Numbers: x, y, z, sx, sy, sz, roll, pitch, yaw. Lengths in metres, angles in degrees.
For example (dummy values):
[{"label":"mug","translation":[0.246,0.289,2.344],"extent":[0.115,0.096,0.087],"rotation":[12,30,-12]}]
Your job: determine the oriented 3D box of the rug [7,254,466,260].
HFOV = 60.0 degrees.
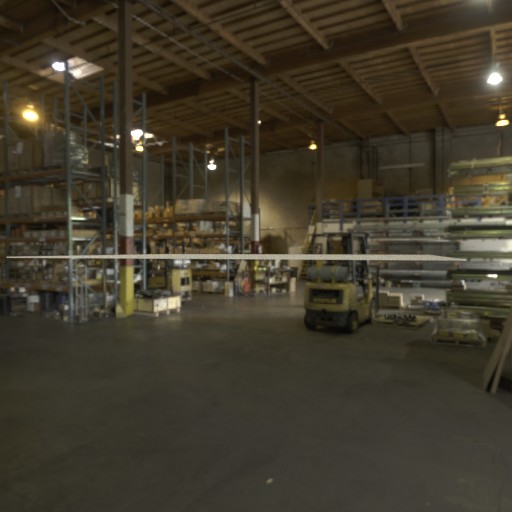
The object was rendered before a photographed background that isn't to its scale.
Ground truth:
[{"label":"rug","translation":[0.000,0.000,3.917],"extent":[3.045,0.008,2.421],"rotation":[0,1,17]}]
